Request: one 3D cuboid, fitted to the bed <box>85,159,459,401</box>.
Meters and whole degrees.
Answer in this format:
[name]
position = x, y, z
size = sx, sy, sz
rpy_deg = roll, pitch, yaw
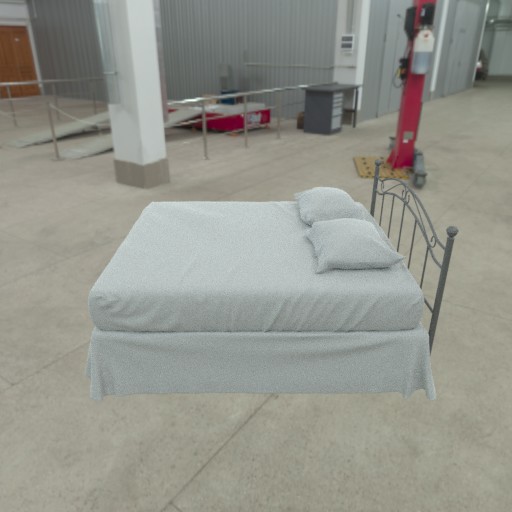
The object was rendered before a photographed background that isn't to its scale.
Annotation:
[bed]
position = 0.000, 0.000, 3.305
size = 2.215, 1.080, 1.936
rpy_deg = 0, 25, 0
